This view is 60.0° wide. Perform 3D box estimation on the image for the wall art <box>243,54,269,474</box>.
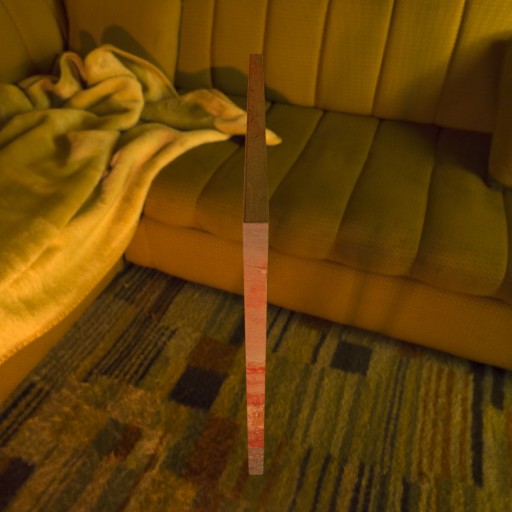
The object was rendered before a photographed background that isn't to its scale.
[{"bbox_3d":[0.000,0.000,1.108,0.035,0.747,0.747,0,40,0],"label":"wall art"}]
